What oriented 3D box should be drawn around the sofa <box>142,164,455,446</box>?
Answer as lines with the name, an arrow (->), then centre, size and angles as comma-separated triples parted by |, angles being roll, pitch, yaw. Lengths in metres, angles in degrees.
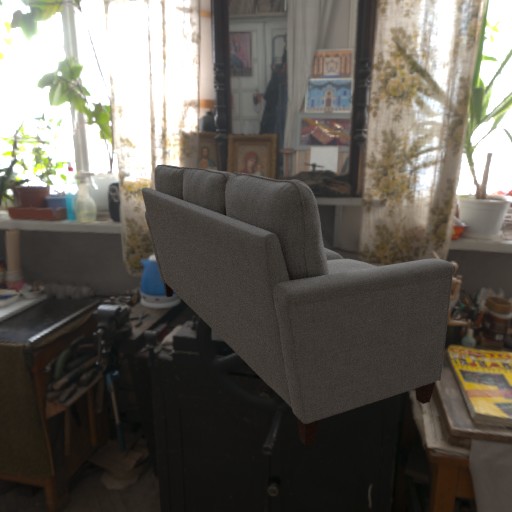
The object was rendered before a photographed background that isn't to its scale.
sofa -> 0.000, 0.000, 2.425 | 0.828, 0.959, 1.925 | -7, 16, -26
